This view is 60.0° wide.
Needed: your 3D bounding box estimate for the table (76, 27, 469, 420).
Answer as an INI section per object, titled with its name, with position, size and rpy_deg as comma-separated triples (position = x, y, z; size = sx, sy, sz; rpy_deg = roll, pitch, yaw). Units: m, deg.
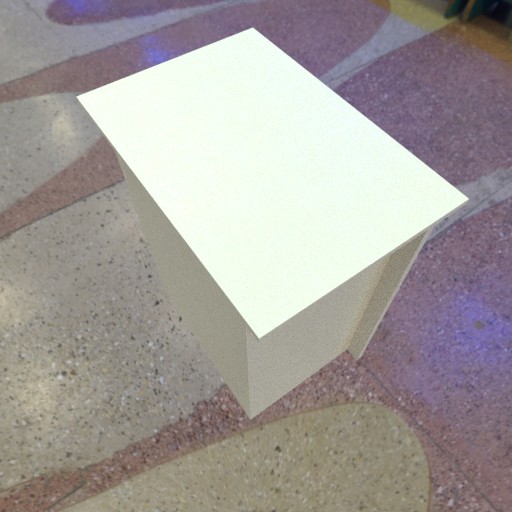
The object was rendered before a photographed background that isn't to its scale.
[table]
position = 0.000, 0.000, 1.059
size = 0.406, 0.711, 0.589
rpy_deg = -31, 62, -18
